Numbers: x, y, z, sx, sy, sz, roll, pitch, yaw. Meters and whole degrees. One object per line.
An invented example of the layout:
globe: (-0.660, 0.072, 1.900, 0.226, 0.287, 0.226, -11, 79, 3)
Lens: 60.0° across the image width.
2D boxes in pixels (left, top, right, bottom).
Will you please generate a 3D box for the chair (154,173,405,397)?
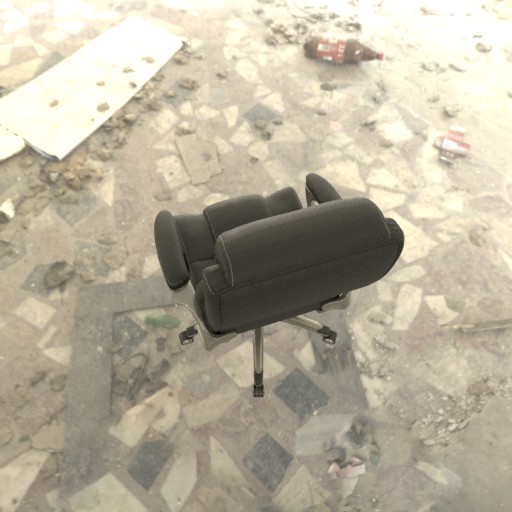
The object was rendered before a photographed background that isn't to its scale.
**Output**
chair: (0.000, 0.000, 1.653, 0.741, 1.167, 0.784, -16, 59, -10)
